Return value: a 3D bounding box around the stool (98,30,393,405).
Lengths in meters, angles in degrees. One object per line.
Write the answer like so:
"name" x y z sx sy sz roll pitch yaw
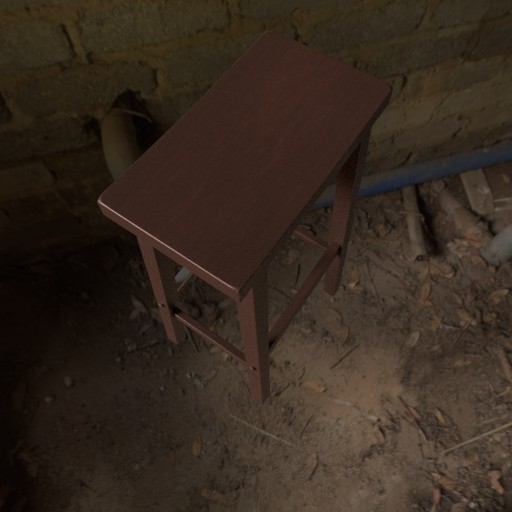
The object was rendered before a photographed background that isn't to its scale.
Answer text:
"stool" 0.000 0.000 0.953 0.322 0.742 0.406 32 68 15
